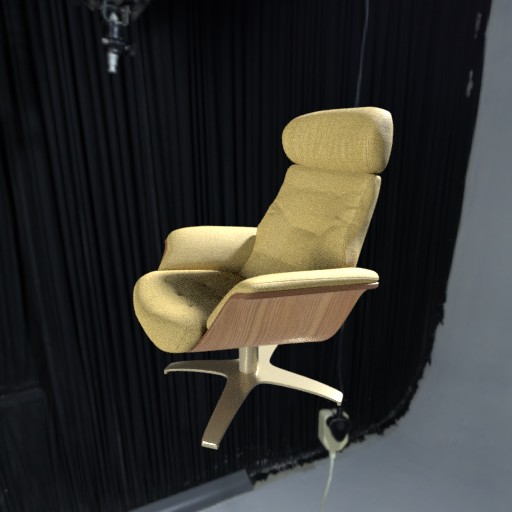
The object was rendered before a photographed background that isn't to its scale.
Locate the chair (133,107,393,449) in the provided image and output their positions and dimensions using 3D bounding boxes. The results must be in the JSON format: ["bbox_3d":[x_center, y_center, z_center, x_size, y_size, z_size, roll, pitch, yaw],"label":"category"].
[{"bbox_3d":[0.000,0.000,1.551,0.837,0.995,0.785,-7,17,-25],"label":"chair"}]
